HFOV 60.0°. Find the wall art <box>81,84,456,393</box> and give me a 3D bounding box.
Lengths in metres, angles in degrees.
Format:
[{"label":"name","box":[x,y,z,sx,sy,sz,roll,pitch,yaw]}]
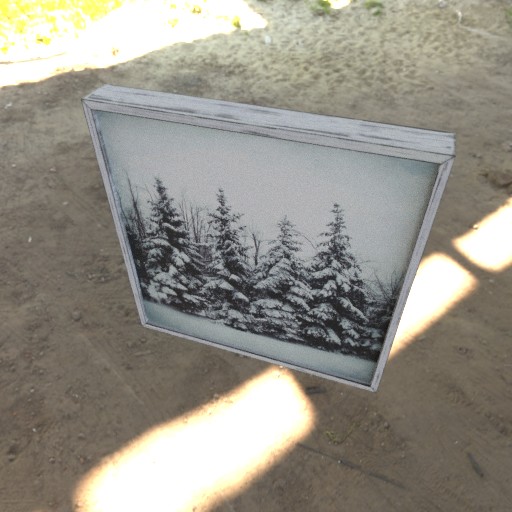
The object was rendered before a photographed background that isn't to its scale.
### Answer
[{"label":"wall art","box":[0.000,0.000,0.456,0.303,0.303,0.036,13,43,14]}]
